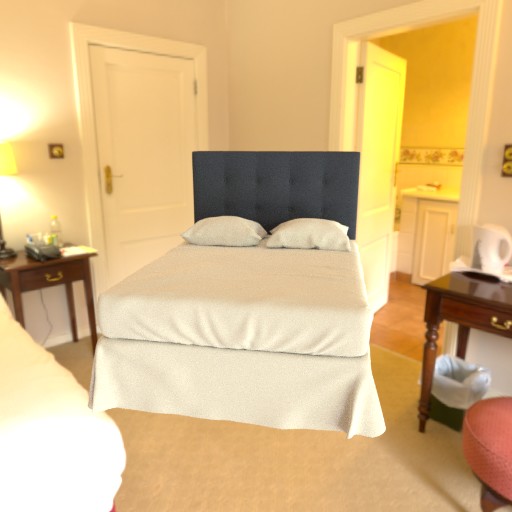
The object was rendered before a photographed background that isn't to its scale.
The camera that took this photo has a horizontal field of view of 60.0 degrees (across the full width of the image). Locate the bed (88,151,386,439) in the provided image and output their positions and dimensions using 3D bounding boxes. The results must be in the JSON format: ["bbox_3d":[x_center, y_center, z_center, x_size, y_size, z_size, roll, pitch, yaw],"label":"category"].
[{"bbox_3d":[0.000,0.000,3.493,1.936,1.577,2.222,3,14,10],"label":"bed"}]
